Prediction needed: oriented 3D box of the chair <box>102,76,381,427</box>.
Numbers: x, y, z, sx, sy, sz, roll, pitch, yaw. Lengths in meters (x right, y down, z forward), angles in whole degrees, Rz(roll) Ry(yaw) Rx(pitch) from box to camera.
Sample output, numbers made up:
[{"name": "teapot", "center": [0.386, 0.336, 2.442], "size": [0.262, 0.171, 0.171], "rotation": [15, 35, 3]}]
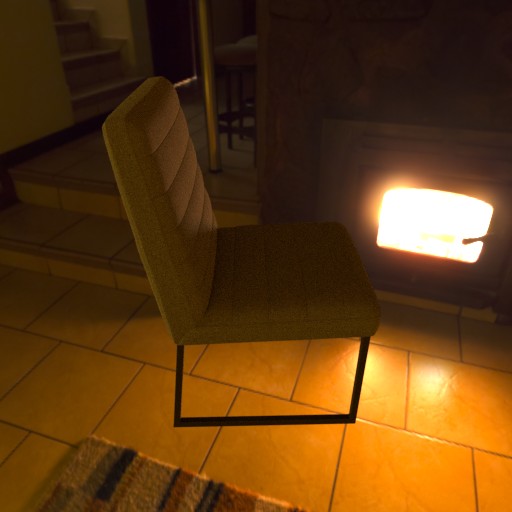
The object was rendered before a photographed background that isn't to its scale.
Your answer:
[{"name": "chair", "center": [0.000, 0.000, 1.307], "size": [0.634, 0.930, 0.520], "rotation": [-1, 31, -1]}]
